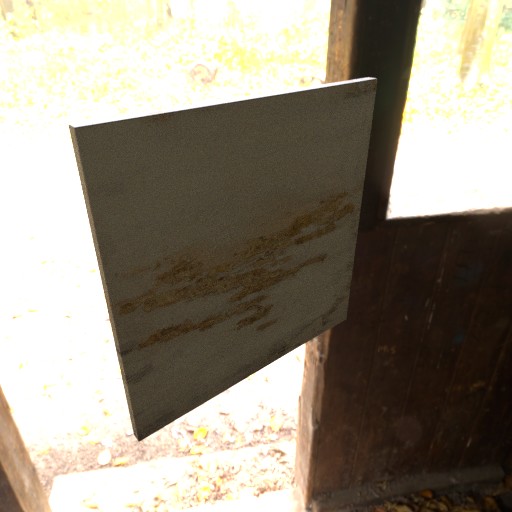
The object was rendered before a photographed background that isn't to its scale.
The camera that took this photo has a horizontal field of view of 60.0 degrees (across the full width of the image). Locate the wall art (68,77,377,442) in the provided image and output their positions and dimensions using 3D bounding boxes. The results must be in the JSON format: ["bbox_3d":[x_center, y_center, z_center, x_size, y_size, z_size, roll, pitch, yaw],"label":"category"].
[{"bbox_3d":[0.000,0.000,1.477,1.015,1.018,0.040,-22,37,-33],"label":"wall art"}]
